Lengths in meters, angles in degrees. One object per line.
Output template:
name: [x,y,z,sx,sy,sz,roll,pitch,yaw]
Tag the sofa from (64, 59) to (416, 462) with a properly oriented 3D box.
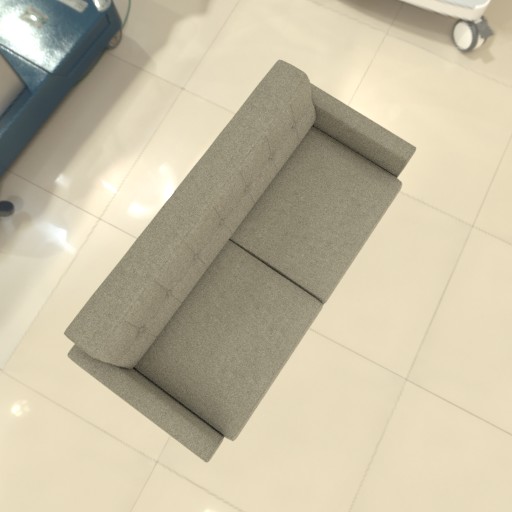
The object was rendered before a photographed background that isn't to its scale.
sofa: [0.000,0.000,2.566,0.968,0.873,2.055,34,79,8]
